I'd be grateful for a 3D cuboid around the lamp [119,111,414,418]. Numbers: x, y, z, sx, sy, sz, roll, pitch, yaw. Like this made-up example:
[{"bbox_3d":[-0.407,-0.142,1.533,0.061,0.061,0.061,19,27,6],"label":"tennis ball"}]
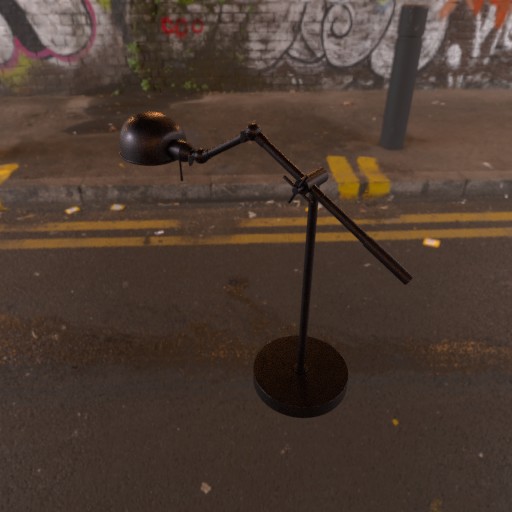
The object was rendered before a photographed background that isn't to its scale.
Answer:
[{"bbox_3d":[0.000,0.000,0.803,0.567,0.495,0.185,23,39,31],"label":"lamp"}]
